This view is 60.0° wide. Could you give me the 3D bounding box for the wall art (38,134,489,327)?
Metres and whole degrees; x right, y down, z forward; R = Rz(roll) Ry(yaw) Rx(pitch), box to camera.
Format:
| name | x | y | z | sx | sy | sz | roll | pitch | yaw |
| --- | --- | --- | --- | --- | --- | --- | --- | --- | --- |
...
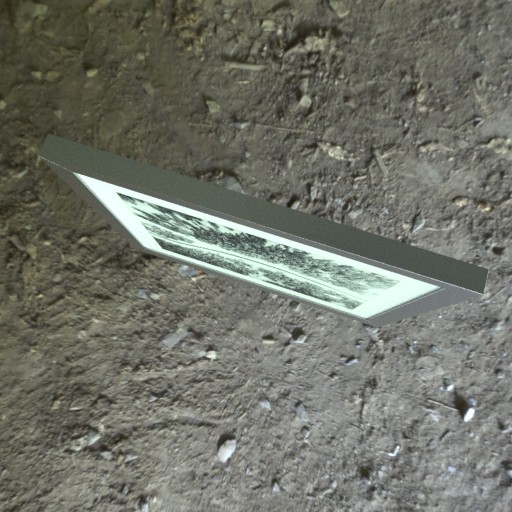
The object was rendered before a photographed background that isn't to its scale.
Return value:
| name | x | y | z | sx | sy | sz | roll | pitch | yaw |
| --- | --- | --- | --- | --- | --- | --- | --- | --- | --- |
| wall art | 0.000 | 0.000 | 0.751 | 0.557 | 0.456 | 0.032 | 18 | 77 | 4 |
